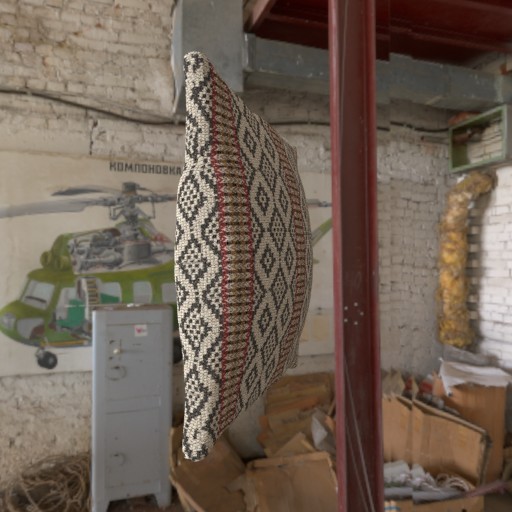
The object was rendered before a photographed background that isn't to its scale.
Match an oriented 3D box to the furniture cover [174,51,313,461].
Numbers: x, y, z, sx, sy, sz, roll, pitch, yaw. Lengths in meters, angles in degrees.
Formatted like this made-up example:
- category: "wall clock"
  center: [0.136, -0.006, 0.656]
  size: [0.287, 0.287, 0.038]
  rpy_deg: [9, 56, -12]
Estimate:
- category: "furniture cover"
  center: [0.000, 0.000, 0.777]
  size: [0.182, 0.506, 0.503]
  rpy_deg: [0, 0, 18]
